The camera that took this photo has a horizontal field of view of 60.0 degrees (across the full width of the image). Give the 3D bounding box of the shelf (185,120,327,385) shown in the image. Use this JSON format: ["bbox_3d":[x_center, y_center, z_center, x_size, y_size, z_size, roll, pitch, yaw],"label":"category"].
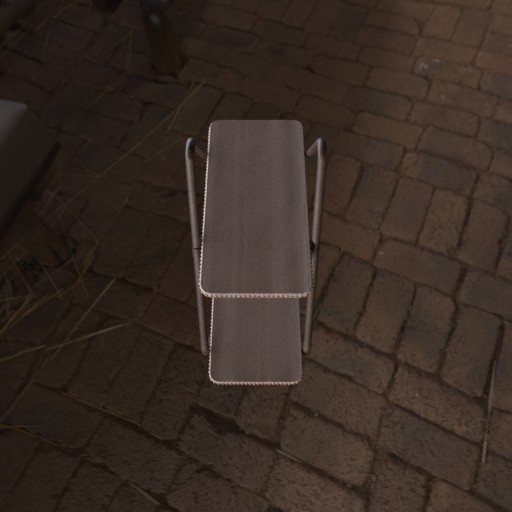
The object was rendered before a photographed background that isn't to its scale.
[{"bbox_3d":[0.000,0.000,1.067,0.234,0.774,0.609,0,63,0],"label":"shelf"}]
